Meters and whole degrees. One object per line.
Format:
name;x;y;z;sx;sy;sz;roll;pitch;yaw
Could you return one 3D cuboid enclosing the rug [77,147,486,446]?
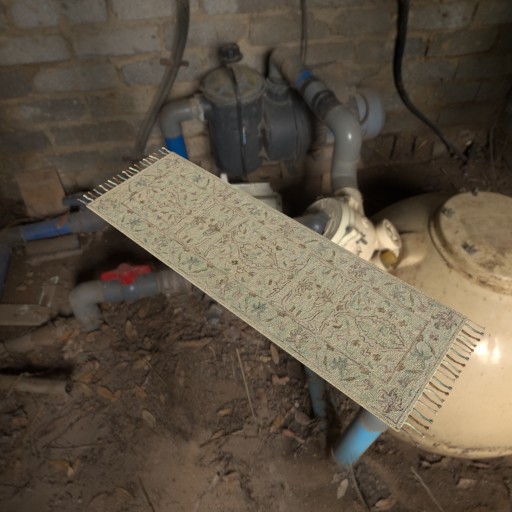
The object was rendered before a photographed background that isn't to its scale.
rug;0.000;0.000;2.586;2.440;0.013;0.769;32;56;25
